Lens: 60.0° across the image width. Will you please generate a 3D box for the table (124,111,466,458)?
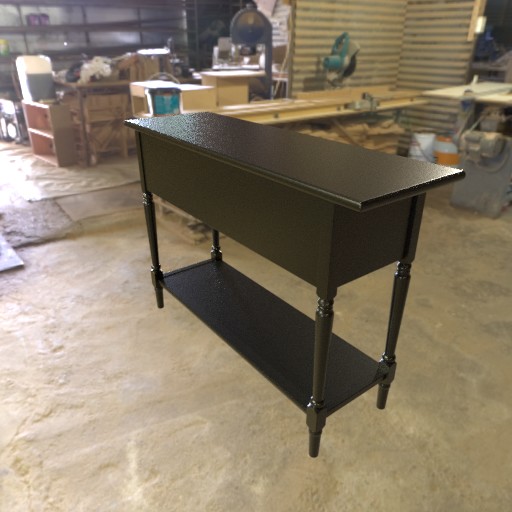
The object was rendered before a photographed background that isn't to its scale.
[{"bbox_3d":[0.000,0.000,1.580,0.386,0.819,1.191,-19,32,-33],"label":"table"}]
